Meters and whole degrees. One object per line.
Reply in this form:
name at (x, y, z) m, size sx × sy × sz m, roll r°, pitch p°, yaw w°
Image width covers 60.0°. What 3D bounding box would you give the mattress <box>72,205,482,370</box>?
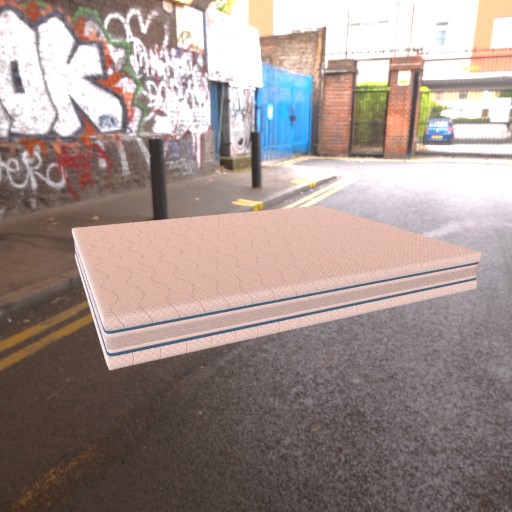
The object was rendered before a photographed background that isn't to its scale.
mattress at (0.000, 0.000, 2.746) m, size 2.000 × 0.230 × 1.600 m, roll -8°, pitch 19°, yaw -24°
